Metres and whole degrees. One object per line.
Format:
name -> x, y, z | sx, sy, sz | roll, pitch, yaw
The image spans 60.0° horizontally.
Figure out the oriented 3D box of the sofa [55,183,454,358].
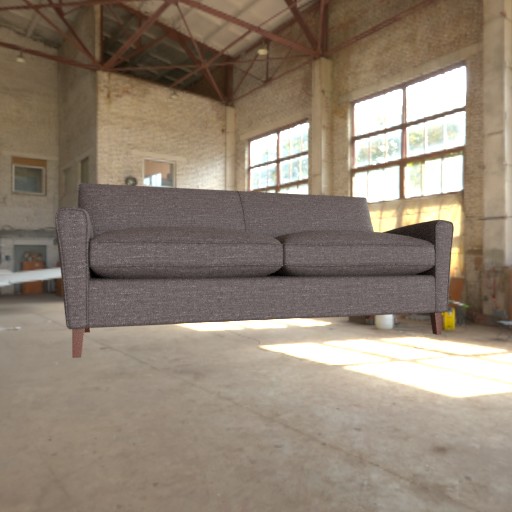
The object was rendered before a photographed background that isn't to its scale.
sofa -> 0.000, 0.000, 2.484 | 1.976, 0.846, 0.875 | 0, -1, -18
